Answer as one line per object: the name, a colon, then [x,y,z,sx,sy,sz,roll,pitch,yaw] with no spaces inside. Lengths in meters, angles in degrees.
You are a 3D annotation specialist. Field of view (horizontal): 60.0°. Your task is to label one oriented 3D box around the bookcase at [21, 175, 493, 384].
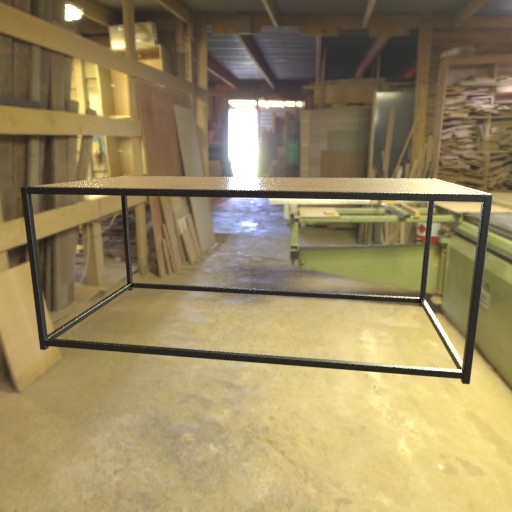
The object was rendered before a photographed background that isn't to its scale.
bookcase: [0.000,0.000,1.209,1.000,0.400,0.500,2,14,9]
